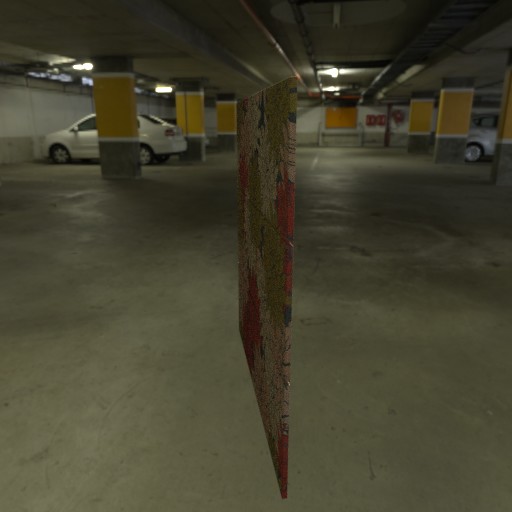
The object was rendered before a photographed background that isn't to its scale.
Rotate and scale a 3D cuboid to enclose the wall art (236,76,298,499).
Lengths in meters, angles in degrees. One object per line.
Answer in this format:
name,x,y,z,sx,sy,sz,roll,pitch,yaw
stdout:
wall art,0.000,0.000,1.331,0.013,0.913,0.904,-2,16,-8
